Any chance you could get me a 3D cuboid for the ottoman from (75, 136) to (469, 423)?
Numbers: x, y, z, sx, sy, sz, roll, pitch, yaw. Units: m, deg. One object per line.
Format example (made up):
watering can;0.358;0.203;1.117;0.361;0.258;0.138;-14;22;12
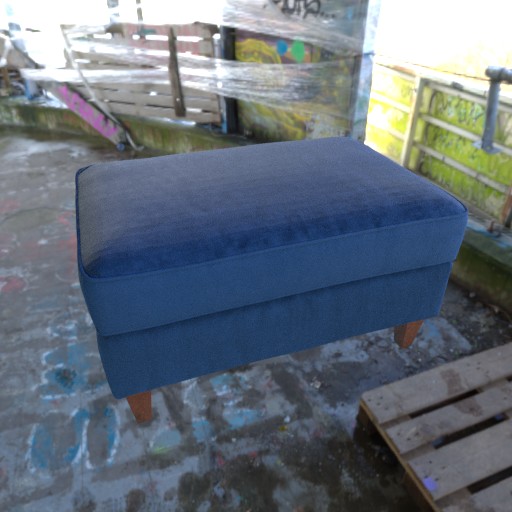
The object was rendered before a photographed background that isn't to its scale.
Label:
ottoman;0.000;0.000;1.209;0.862;0.484;0.583;-11;35;-16
